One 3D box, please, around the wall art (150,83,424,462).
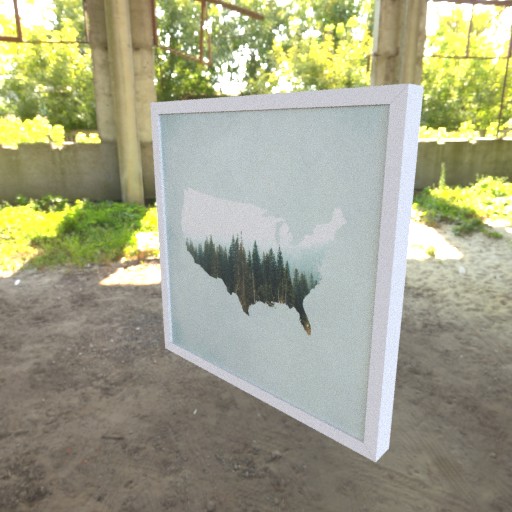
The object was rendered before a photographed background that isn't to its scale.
[{"bbox_3d":[0.000,0.000,0.448,0.304,0.304,0.024,14,21,41],"label":"wall art"}]
